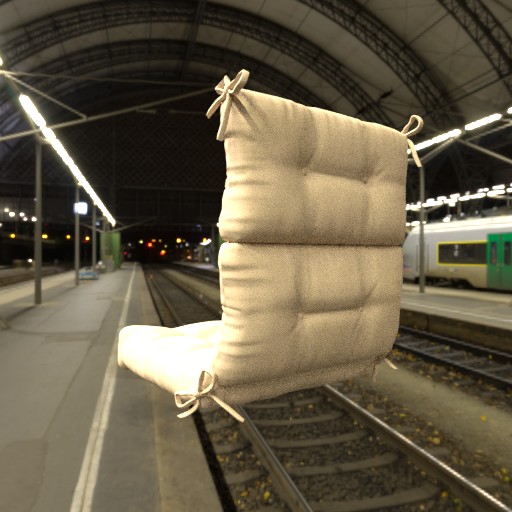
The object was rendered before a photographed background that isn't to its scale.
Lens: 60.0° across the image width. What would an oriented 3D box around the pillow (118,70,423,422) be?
[{"bbox_3d":[0.000,0.000,1.027,0.519,0.605,0.571,0,0,-36],"label":"pillow"}]
